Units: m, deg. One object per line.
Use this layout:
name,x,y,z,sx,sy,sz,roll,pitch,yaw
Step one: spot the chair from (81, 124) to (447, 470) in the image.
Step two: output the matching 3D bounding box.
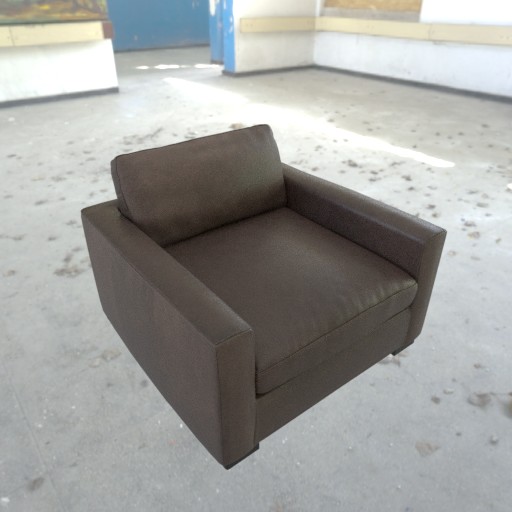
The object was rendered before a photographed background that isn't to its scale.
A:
chair,0.000,0.000,1.831,1.100,0.812,1.069,-22,37,-31
